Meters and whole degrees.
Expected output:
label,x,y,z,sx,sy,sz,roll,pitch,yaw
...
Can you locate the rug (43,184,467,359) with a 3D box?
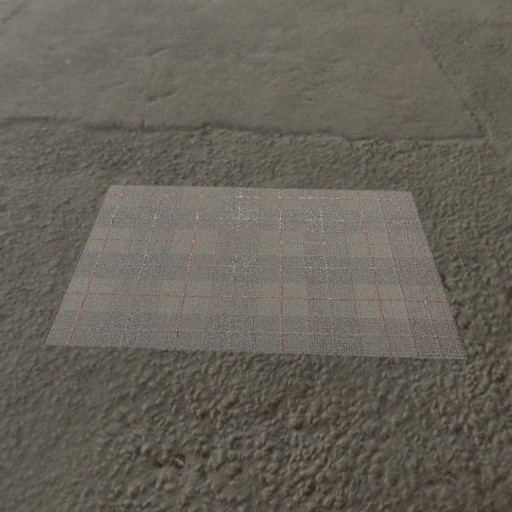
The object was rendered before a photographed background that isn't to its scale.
label,x,y,z,sx,sy,sz,roll,pitch,yaw
rug,0.000,0.000,3.086,2.464,0.010,1.549,1,47,1
